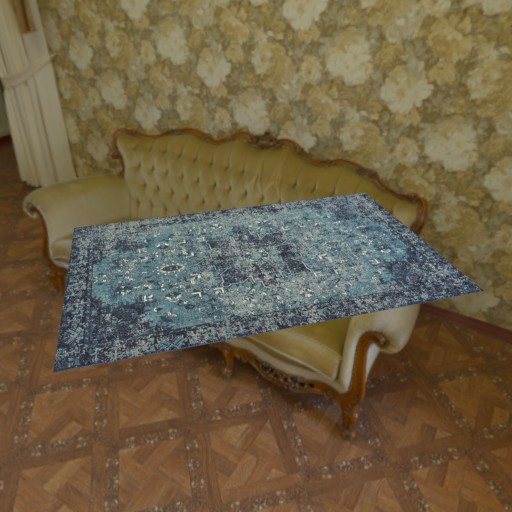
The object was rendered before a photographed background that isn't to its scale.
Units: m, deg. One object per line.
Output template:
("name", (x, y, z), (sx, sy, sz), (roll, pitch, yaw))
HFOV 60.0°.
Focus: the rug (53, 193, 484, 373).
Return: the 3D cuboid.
("rug", (0.000, 0.000, 3.020), (2.440, 0.007, 1.525), (-8, 33, -13))
